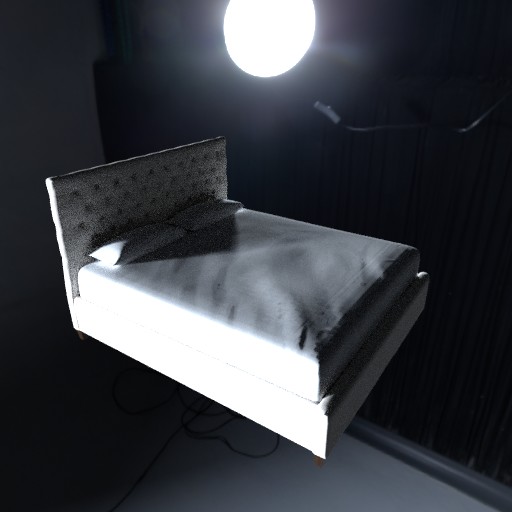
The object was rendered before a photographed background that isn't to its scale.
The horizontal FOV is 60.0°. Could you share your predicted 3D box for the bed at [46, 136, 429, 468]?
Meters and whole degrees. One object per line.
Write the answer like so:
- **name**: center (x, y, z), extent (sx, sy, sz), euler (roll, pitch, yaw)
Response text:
- **bed**: center (0.000, 0.000, 3.690), extent (2.387, 1.427, 2.078), euler (16, 30, 31)
